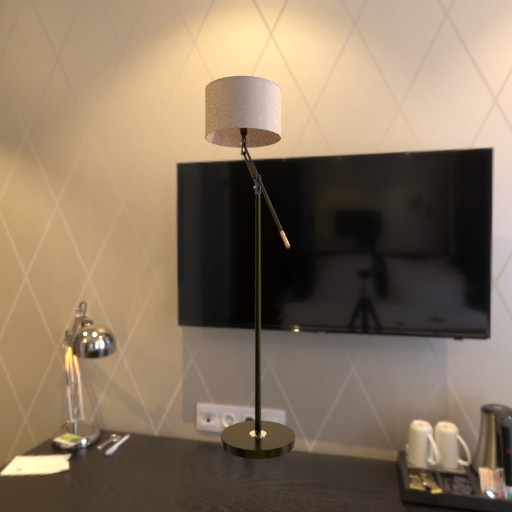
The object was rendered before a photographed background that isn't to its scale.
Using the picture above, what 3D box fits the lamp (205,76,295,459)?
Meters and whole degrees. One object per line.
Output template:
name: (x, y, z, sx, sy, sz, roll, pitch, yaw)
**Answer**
lamp: (0.000, 0.000, 1.972, 0.373, 1.635, 0.809, 0, 0, -17)
